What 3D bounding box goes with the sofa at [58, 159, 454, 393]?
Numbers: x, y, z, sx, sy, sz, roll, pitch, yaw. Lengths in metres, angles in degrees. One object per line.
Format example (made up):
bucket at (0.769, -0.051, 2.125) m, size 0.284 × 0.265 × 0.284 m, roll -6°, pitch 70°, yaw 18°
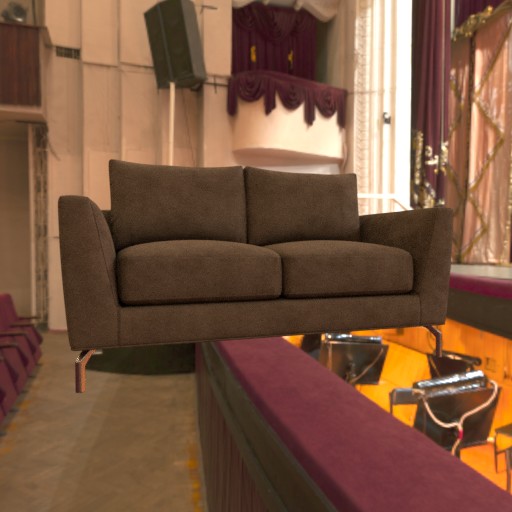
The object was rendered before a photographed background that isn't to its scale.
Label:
sofa at (0.000, 0.000, 2.327) m, size 1.832 × 1.013 × 0.855 m, roll -1°, pitch 2°, yaw -19°
